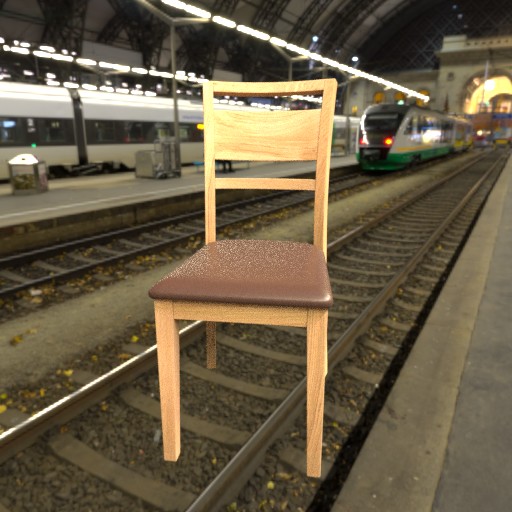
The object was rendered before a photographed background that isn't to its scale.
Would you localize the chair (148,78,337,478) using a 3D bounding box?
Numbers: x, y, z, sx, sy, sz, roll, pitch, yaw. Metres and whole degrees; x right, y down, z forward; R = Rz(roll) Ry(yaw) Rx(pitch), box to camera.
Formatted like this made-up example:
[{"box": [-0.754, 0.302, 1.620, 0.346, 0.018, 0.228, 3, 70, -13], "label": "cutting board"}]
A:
[{"box": [0.000, 0.000, 1.198, 0.420, 0.940, 0.545, 2, 15, 8], "label": "chair"}]
